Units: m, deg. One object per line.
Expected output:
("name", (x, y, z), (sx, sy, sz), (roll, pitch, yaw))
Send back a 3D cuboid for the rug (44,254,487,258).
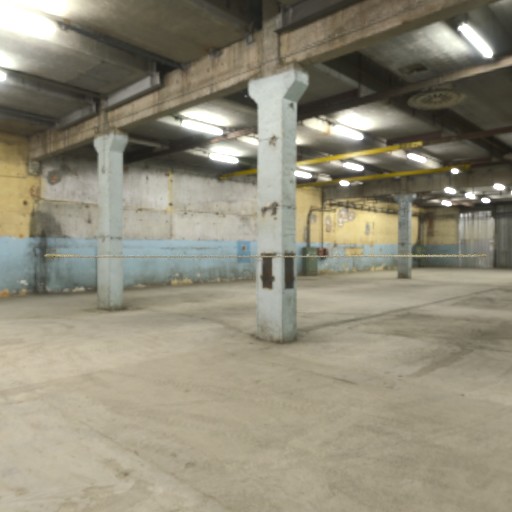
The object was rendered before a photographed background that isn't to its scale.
("rug", (0.000, 0.000, 3.003), (2.435, 0.018, 1.540), (0, 0, -18))
